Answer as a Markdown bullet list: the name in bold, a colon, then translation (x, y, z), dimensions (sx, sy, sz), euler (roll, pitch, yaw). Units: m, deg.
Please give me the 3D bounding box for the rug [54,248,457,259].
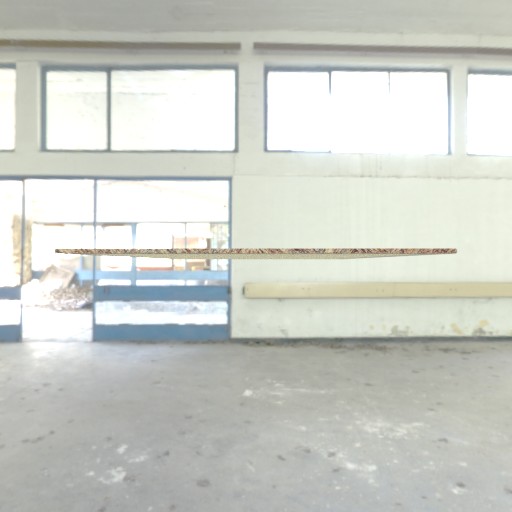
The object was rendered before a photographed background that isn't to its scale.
- **rug**: translation (0.000, 0.000, 2.811), dimensions (1.523, 0.019, 2.285), euler (0, -1, 0)
